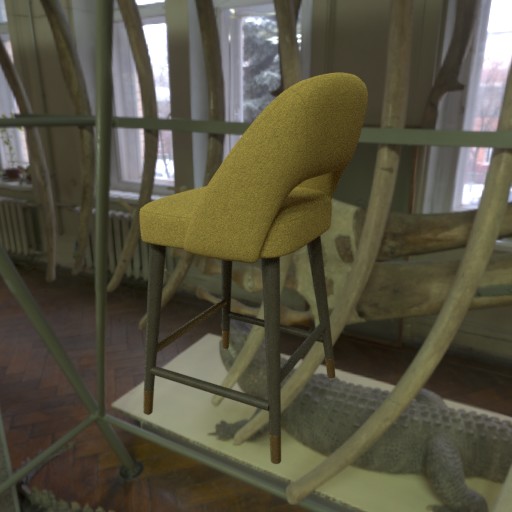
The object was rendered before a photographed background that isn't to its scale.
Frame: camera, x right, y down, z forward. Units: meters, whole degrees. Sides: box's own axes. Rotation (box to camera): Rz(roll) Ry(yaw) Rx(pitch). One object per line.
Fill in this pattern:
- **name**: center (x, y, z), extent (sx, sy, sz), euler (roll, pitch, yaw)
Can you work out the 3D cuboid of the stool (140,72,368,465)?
- **stool**: center (0.000, 0.000, 1.254), extent (0.522, 0.939, 0.536), euler (9, 20, 27)
